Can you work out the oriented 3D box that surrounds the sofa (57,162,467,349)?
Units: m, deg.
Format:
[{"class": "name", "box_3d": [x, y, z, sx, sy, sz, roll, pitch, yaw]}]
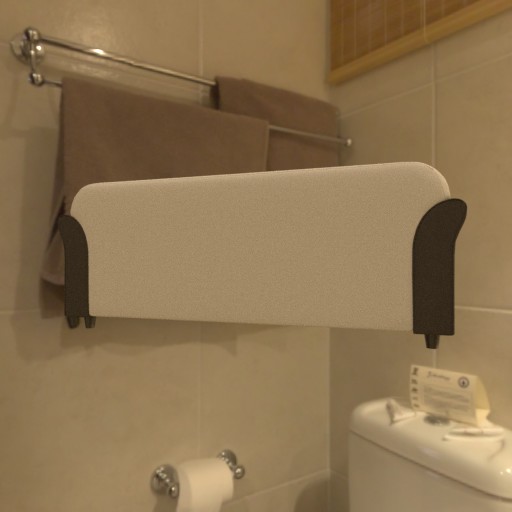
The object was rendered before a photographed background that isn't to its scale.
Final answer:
[{"class": "sofa", "box_3d": [0.000, 0.000, 2.407, 2.001, 0.787, 0.755, 0, -1, 19]}]
